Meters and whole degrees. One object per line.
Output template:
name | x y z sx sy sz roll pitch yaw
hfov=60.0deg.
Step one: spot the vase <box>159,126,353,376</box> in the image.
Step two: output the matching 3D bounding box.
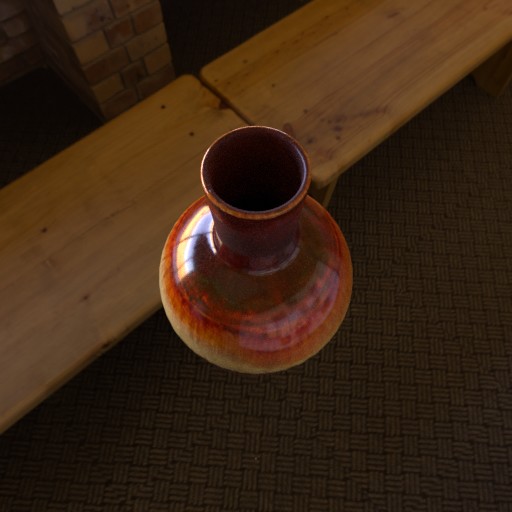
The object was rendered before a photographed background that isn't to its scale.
vase | 0.000 0.000 0.233 0.111 0.154 0.111 0 65 0
